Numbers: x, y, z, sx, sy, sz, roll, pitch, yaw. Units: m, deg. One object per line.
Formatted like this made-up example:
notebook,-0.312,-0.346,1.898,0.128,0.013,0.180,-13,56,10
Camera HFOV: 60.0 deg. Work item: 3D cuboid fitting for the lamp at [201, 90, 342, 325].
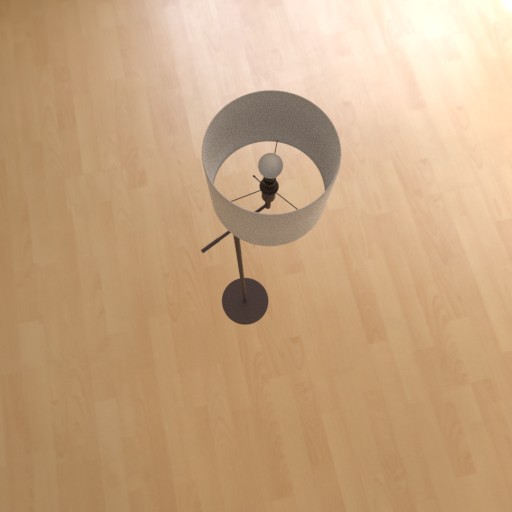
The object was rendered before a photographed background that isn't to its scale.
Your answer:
lamp,0.000,0.000,1.784,0.416,1.600,0.324,-37,78,-10
